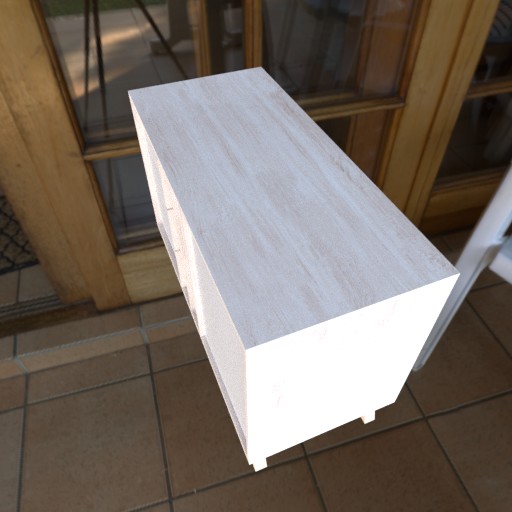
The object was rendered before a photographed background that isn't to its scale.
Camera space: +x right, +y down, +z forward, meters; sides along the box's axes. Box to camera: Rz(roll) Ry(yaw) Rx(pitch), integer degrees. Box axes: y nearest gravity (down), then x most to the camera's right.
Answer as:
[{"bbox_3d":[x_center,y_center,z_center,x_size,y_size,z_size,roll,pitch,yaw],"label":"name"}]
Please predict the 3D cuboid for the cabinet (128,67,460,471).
[{"bbox_3d":[0.000,0.000,1.531,0.500,0.780,1.110,-17,49,-15],"label":"cabinet"}]
